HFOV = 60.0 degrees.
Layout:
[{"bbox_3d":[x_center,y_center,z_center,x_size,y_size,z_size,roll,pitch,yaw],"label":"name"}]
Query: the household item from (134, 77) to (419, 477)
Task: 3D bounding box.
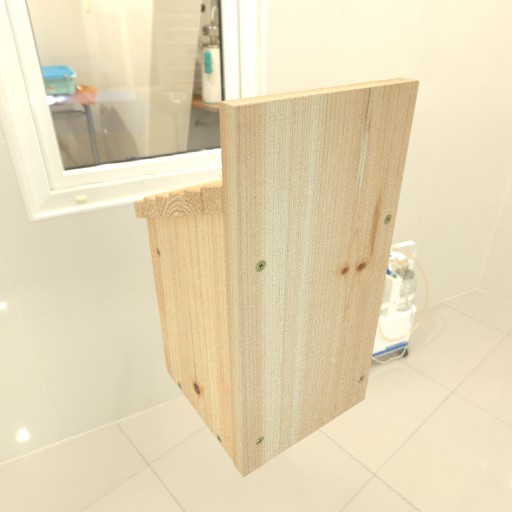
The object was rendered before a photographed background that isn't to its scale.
[{"bbox_3d":[0.000,0.000,0.392,0.149,0.300,0.171,-19,35,-30],"label":"household item"}]
